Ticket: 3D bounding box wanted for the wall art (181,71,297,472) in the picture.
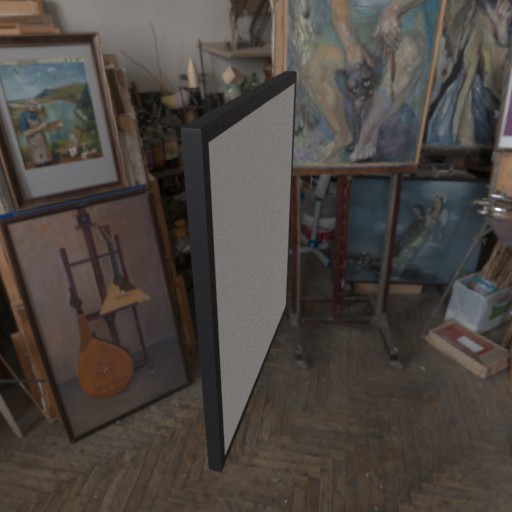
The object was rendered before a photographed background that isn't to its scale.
[{"bbox_3d":[0.000,0.000,0.720,0.021,0.509,0.430,8,31,14],"label":"wall art"}]
